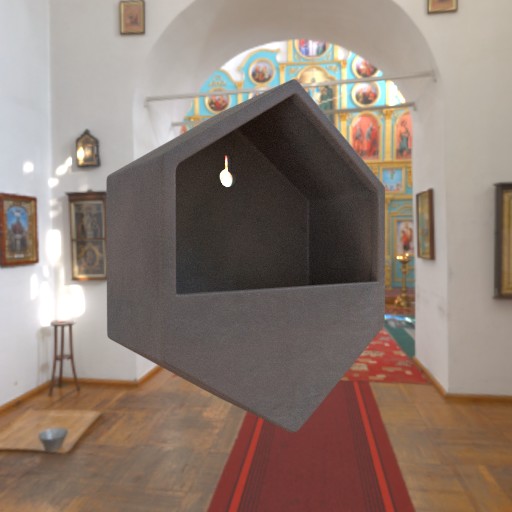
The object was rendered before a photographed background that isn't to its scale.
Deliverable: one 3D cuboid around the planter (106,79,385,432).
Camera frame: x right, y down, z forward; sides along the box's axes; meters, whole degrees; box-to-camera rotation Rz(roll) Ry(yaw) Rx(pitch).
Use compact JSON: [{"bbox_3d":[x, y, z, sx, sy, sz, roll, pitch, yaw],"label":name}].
[{"bbox_3d":[0.000,0.000,0.289,0.169,0.206,0.077,0,1,-37],"label":"planter"}]
